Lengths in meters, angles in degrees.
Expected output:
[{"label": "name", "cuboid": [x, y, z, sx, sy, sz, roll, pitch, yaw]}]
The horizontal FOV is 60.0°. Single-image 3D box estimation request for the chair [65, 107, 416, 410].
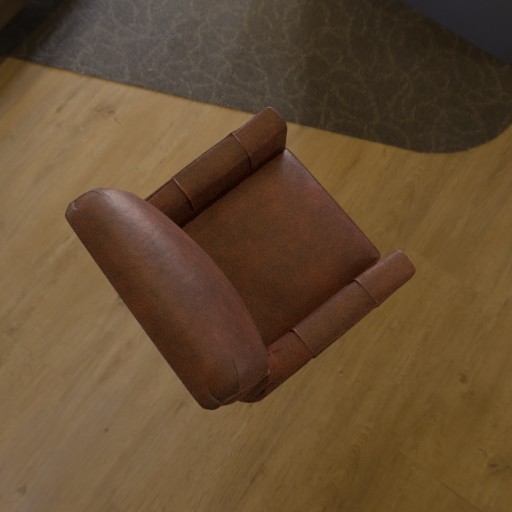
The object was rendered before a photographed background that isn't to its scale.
[{"label": "chair", "cuboid": [0.000, 0.000, 1.667, 0.836, 1.043, 0.843, -37, 79, -9]}]
